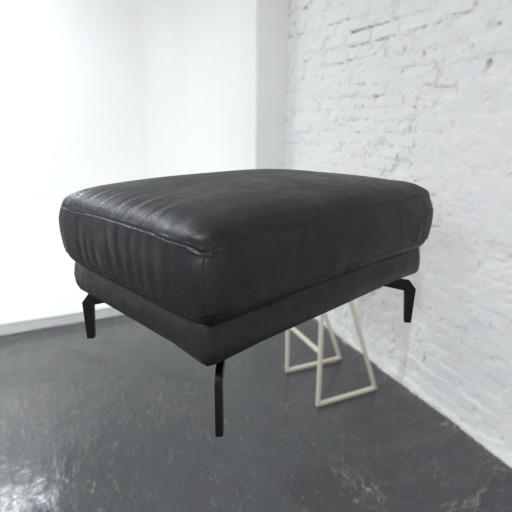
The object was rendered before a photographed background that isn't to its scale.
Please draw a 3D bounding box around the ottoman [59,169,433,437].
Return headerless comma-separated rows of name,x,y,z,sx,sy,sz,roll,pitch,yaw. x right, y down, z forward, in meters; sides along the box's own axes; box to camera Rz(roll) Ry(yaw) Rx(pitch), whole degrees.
ottoman,0.000,0.000,1.102,0.764,0.402,0.570,-15,22,-42
